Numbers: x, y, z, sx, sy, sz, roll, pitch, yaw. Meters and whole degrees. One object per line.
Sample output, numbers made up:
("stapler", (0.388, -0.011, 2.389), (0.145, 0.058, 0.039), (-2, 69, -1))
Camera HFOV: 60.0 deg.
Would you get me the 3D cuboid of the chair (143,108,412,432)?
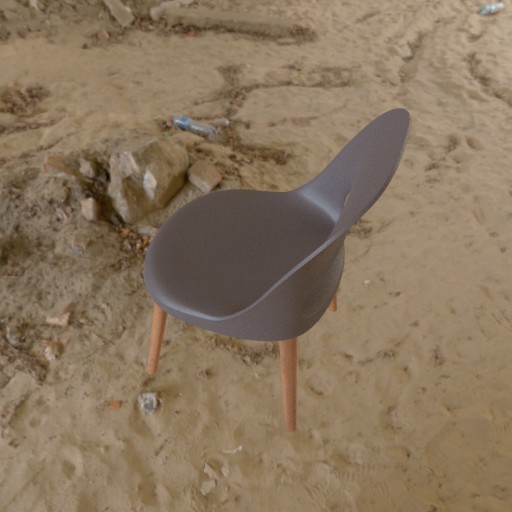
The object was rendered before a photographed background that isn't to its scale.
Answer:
("chair", (0.000, 0.000, 1.113), (0.556, 0.794, 0.470), (16, 49, 15))
